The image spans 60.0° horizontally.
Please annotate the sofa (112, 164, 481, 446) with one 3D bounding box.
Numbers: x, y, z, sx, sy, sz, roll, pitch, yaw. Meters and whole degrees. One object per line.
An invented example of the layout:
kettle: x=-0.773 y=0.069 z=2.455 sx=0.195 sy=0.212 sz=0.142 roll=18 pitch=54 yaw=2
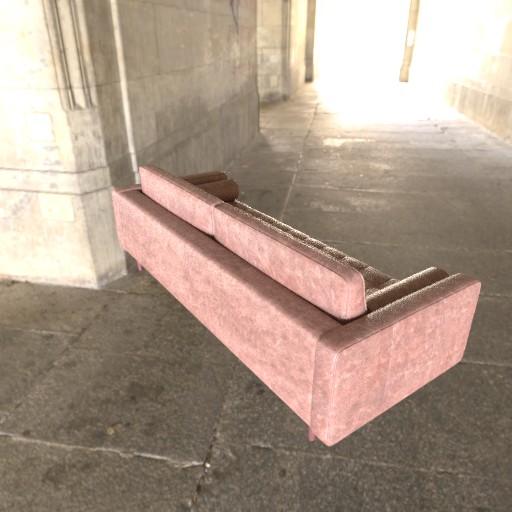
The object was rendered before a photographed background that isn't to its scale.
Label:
sofa: x=0.000 y=0.000 z=2.580 sx=0.914 sy=0.762 sz=2.210 roll=-17 pitch=31 yaw=-31
